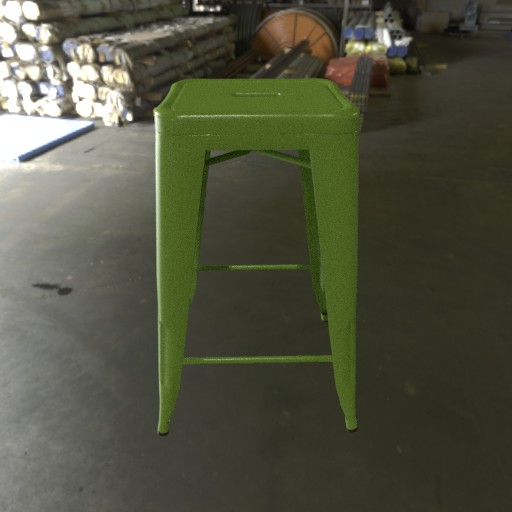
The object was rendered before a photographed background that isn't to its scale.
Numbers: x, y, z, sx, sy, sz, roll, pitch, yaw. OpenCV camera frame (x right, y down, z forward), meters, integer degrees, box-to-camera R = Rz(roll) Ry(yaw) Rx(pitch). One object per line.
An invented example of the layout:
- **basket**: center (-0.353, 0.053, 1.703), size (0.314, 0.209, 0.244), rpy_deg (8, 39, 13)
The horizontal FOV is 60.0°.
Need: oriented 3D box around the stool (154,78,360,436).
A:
- **stool**: center (0.000, 0.000, 0.863), size (0.398, 0.609, 0.358), rpy_deg (-1, 32, -1)
